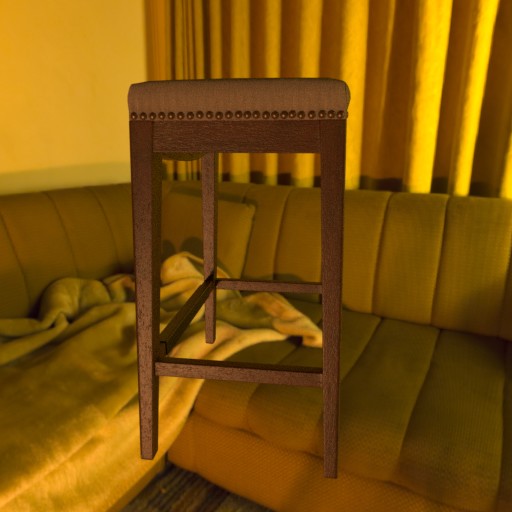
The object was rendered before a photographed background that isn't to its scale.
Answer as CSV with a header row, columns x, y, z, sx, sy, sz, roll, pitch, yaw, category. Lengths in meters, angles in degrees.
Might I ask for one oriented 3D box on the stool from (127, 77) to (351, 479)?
x,y,z,sx,sy,sz,roll,pitch,yaw,category
0.000,0.000,0.947,0.356,0.660,0.508,2,15,8,stool
